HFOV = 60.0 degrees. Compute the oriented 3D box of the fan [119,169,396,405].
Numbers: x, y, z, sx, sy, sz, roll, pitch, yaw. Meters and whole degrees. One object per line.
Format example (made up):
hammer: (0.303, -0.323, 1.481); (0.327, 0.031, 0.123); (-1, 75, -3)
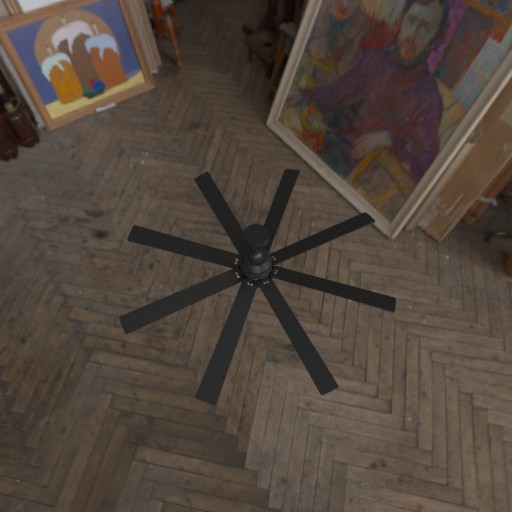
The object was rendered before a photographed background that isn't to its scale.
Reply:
fan: (0.000, 0.000, 2.805); (1.830, 0.472, 1.830); (15, 59, 10)
